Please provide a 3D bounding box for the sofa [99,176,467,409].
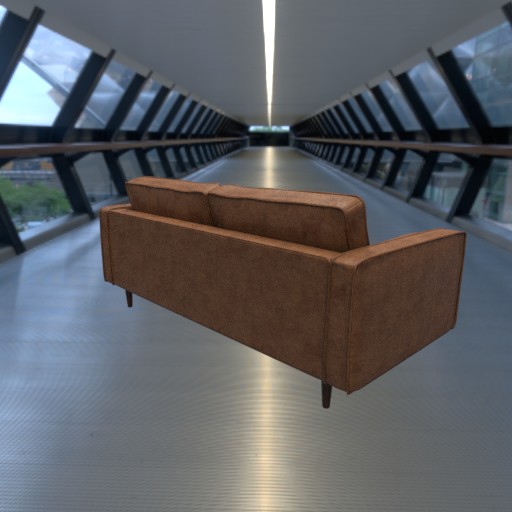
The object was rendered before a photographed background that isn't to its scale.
[{"bbox_3d":[0.000,0.000,2.450,0.924,0.825,1.920,-13,19,-42],"label":"sofa"}]
